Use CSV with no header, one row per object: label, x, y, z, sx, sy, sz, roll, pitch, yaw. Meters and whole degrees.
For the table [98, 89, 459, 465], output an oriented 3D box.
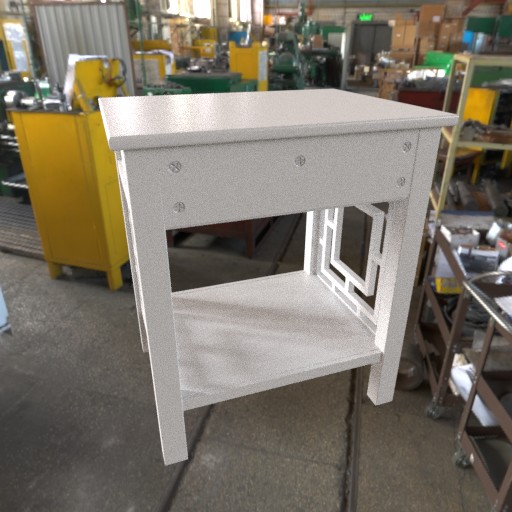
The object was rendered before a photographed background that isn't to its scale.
table,0.000,0.000,0.991,0.564,0.646,0.451,-9,28,-17
